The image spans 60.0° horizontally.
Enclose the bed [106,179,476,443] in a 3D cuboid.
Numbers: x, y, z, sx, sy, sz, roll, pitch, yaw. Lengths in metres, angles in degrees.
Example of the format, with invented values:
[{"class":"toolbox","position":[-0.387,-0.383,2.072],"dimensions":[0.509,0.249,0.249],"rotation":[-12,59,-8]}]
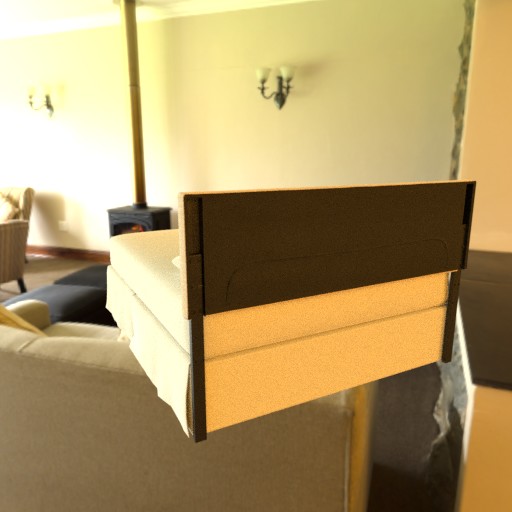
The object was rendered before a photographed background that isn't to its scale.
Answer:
[{"class":"bed","position":[0.000,0.000,2.833],"dimensions":[1.616,1.016,1.876],"rotation":[-7,15,-27]}]
